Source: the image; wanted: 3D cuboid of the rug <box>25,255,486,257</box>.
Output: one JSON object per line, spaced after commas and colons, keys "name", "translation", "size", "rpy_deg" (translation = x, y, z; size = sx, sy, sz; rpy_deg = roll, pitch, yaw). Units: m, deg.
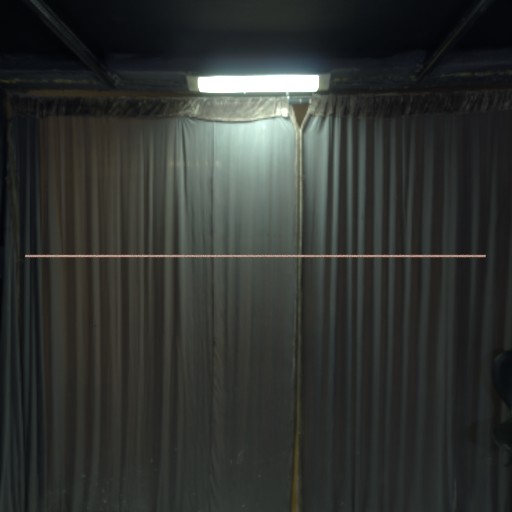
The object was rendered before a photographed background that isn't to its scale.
{"name": "rug", "translation": [0.000, 0.000, 2.364], "size": [1.829, 0.008, 1.219], "rpy_deg": [0, 0, 0]}
